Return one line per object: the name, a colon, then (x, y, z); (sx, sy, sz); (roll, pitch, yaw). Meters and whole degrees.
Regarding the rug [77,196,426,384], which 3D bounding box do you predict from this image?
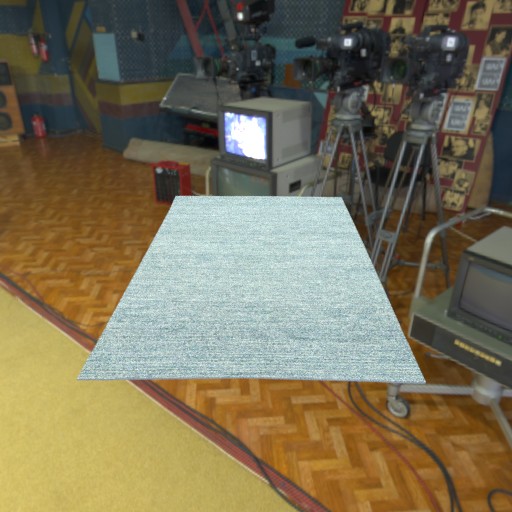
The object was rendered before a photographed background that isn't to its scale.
rug: (0.000, 0.000, 2.304); (1.174, 0.022, 1.853); (1, 27, 1)
